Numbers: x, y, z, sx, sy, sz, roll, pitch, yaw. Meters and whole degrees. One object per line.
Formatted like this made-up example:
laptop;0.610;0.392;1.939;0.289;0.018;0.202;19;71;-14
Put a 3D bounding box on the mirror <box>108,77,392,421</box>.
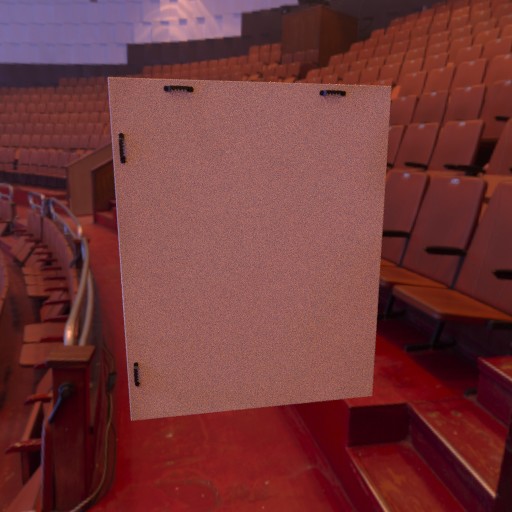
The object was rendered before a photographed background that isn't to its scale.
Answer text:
mirror;0.000;0.000;0.694;0.406;0.509;0.041;-2;13;-10
